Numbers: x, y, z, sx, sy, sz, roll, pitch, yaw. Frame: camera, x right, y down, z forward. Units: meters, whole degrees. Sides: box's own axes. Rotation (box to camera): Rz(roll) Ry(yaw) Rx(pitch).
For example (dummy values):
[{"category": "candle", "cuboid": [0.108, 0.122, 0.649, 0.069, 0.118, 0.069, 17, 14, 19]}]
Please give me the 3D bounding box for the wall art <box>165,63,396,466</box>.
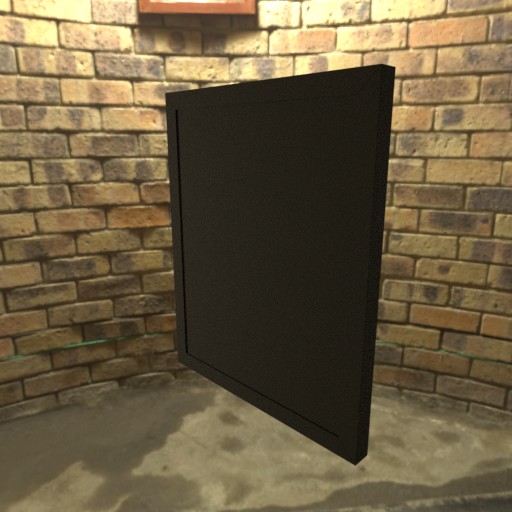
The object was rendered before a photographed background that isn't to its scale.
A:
[{"category": "wall art", "cuboid": [0.000, 0.000, 0.761, 0.033, 0.559, 0.457, -14, 20, -43]}]
